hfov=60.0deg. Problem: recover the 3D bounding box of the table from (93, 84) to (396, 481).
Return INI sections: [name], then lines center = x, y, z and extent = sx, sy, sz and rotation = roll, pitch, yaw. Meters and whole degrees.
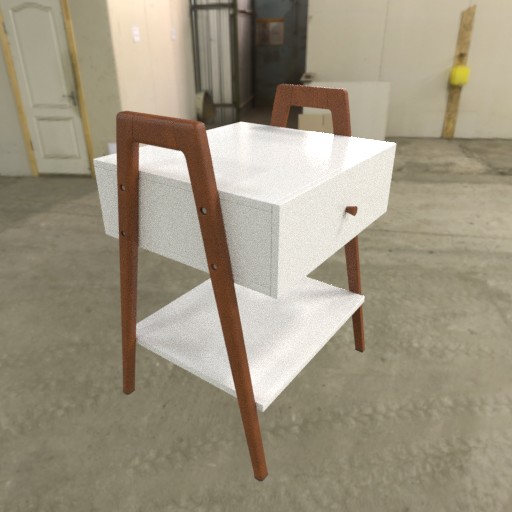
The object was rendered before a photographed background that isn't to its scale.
[table]
center = 0.000, 0.000, 0.905
extent = 0.405, 0.610, 0.457
rotation = 18, 32, 31
